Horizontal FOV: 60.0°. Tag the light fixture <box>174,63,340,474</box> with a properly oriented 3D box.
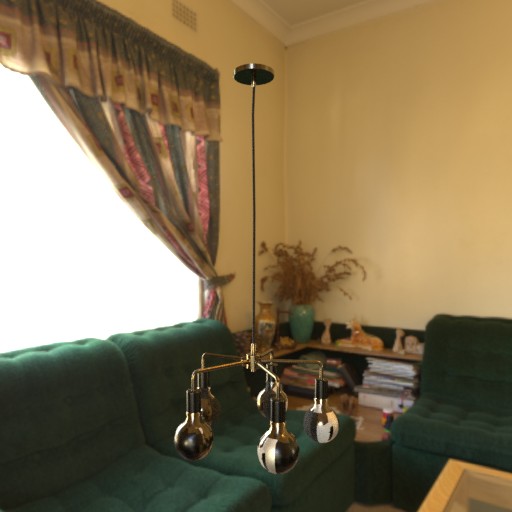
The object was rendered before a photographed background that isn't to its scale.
[{"bbox_3d":[0.000,0.000,1.203,0.438,0.988,0.421,0,-1,18],"label":"light fixture"}]
